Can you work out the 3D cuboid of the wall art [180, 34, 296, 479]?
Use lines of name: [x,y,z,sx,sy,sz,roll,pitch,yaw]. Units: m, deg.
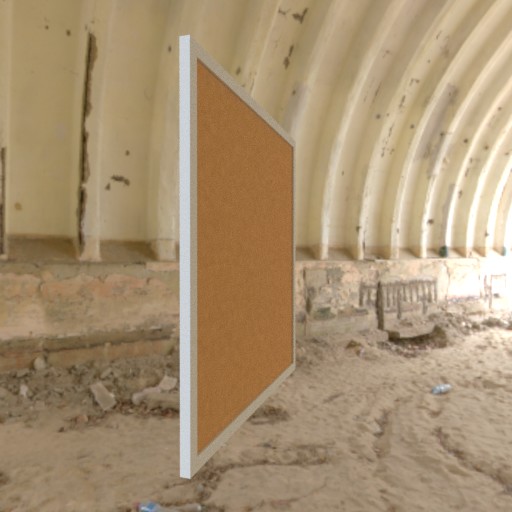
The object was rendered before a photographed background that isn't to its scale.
wall art: [0.000,0.000,0.675,0.012,0.457,0.457,0,0,19]
